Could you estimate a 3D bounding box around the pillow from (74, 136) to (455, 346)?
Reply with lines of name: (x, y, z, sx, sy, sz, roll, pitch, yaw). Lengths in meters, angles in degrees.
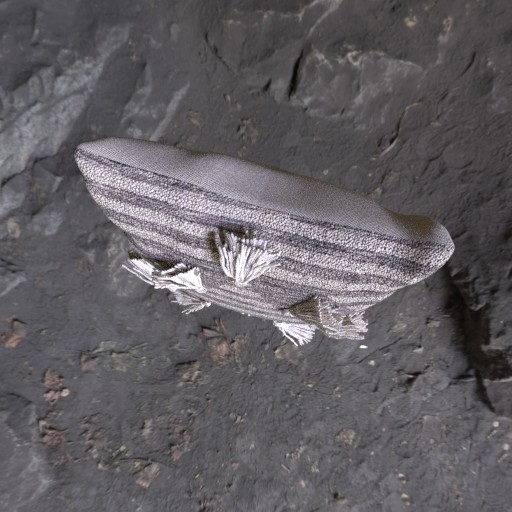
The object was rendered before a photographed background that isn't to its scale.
pillow: (0.000, 0.000, 0.765, 0.484, 0.490, 0.234, 15, 75, 4)
